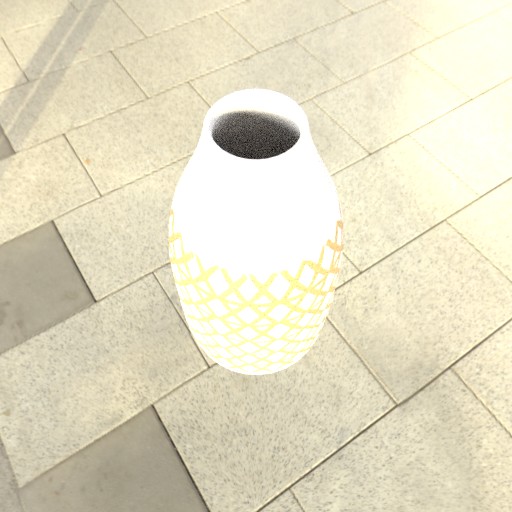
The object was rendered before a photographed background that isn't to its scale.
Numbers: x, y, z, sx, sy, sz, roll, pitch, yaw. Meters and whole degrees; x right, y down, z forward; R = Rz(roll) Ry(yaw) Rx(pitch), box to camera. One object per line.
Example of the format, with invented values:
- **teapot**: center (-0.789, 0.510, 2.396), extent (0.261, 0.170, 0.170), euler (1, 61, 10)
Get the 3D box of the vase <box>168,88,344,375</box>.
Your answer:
- **vase**: center (0.000, 0.000, 0.481), extent (0.186, 0.380, 0.186), euler (0, 60, 0)
